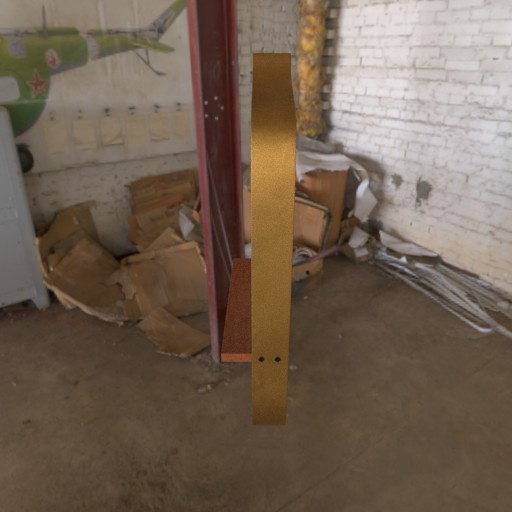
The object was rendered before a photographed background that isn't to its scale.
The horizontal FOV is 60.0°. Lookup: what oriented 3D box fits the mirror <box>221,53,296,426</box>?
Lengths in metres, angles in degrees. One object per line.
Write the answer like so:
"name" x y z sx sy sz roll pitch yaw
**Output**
"mirror" 0.000 0.000 0.737 0.096 0.613 0.323 0 25 0
